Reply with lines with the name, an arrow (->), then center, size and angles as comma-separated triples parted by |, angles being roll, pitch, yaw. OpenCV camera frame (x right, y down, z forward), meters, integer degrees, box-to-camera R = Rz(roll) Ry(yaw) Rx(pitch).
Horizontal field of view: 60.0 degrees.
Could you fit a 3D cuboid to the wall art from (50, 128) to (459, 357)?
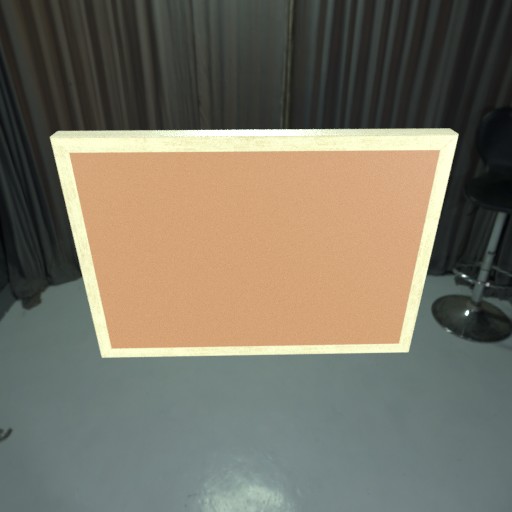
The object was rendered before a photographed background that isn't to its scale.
wall art -> 0.000, 0.000, 0.686 | 0.533, 0.381, 0.032 | -1, 30, -1
